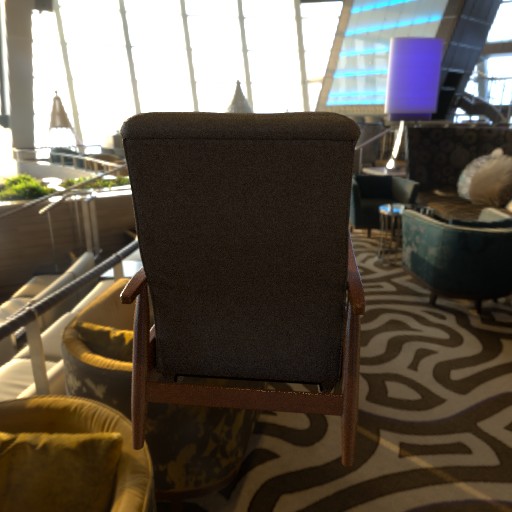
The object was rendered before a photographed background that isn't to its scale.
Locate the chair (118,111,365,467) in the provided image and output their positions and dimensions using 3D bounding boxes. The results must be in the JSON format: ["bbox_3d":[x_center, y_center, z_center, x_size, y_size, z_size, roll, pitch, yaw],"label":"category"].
[{"bbox_3d":[0.000,0.000,1.751,0.762,1.081,1.014,2,18,6],"label":"chair"}]
